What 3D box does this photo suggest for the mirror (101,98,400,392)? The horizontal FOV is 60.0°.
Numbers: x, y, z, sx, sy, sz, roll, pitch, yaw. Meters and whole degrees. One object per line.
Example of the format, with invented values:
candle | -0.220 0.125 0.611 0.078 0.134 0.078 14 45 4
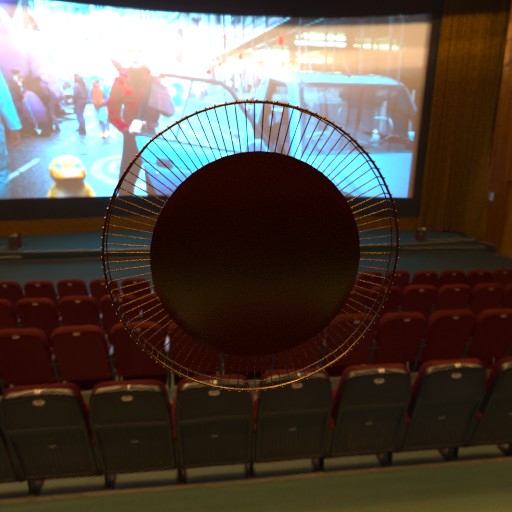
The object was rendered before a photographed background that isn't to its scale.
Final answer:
mirror | 0.000 0.000 1.051 0.703 0.703 0.067 -2 14 -7
